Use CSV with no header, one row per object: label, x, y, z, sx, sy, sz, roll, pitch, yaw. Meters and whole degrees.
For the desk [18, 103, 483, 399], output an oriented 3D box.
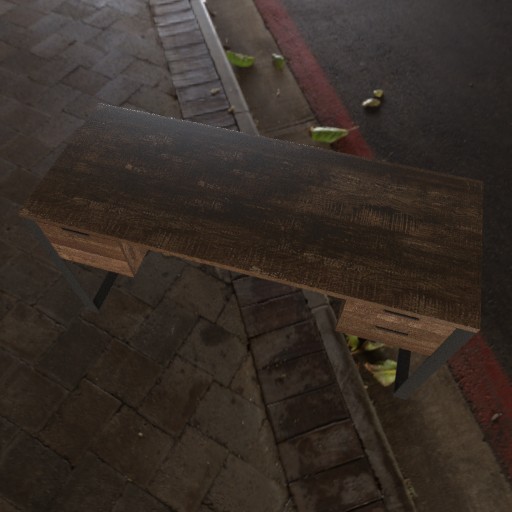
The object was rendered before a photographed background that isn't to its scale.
desk,0.000,0.000,1.871,1.524,0.762,0.599,14,58,9
